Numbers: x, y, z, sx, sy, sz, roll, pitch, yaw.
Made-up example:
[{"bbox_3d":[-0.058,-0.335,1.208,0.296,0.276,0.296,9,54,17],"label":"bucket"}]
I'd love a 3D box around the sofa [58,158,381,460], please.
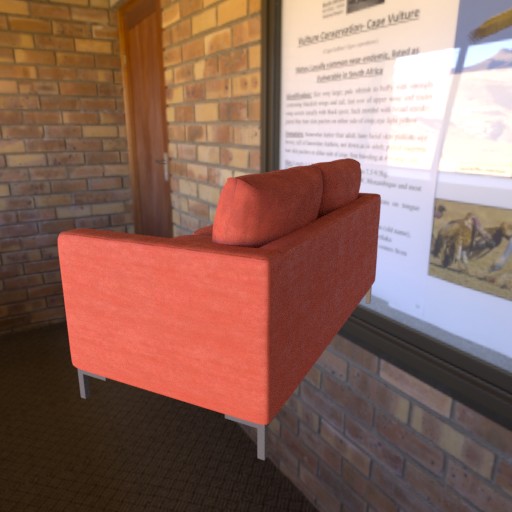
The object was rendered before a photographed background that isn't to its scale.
[{"bbox_3d":[0.000,0.000,2.121,0.864,0.896,1.574,8,18,25],"label":"sofa"}]
